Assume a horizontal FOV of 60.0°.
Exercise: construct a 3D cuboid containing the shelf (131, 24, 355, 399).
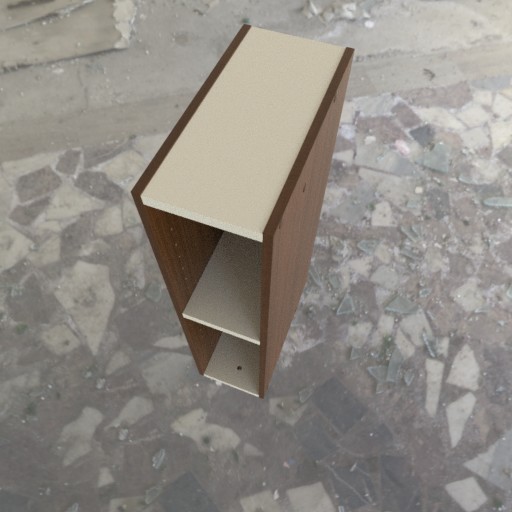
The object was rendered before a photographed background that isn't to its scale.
[{"bbox_3d":[0.000,0.000,0.732,0.147,0.600,0.290,18,61,11],"label":"shelf"}]
